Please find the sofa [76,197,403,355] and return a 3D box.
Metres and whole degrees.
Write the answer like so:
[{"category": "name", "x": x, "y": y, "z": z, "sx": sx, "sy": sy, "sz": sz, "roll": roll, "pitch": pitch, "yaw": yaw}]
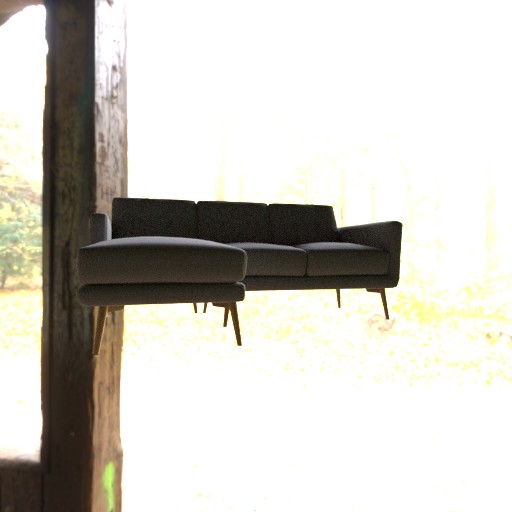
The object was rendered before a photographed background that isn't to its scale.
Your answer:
[{"category": "sofa", "x": 0.000, "y": 0.000, "z": 2.854, "sx": 2.040, "sy": 0.860, "sz": 1.530, "roll": 0, "pitch": 0, "yaw": -17}]
